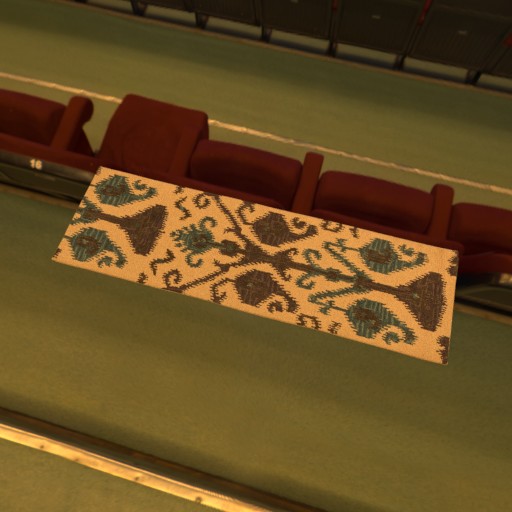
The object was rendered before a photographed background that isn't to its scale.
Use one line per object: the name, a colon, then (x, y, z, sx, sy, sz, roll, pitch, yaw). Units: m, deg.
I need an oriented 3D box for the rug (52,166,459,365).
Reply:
rug: (0.000, 0.000, 2.610, 2.301, 0.017, 0.692, 14, 67, 6)
